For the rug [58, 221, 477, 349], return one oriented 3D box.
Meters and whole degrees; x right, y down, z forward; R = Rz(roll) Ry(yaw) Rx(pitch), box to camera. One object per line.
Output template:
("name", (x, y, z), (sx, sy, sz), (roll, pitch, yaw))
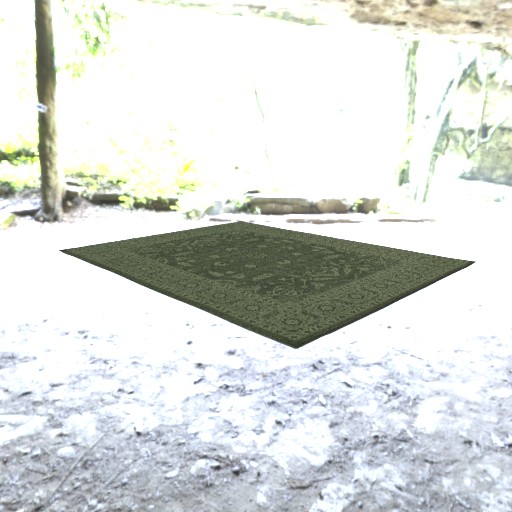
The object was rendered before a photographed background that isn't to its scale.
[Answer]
("rug", (0.000, 0.000, 4.122), (2.451, 0.026, 3.069), (-14, 19, -43))
